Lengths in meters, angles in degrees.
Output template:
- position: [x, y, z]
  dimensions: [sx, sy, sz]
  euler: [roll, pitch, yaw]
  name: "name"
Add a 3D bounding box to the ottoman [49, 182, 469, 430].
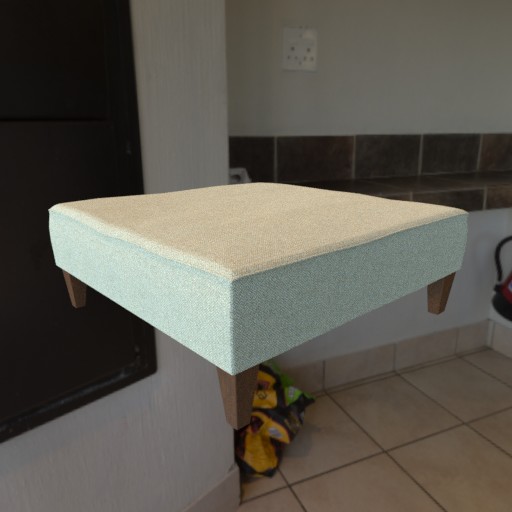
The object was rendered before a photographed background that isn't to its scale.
- position: [0.000, 0.000, 1.488]
  dimensions: [1.004, 0.379, 0.968]
  euler: [-14, 21, -40]
  name: "ottoman"
